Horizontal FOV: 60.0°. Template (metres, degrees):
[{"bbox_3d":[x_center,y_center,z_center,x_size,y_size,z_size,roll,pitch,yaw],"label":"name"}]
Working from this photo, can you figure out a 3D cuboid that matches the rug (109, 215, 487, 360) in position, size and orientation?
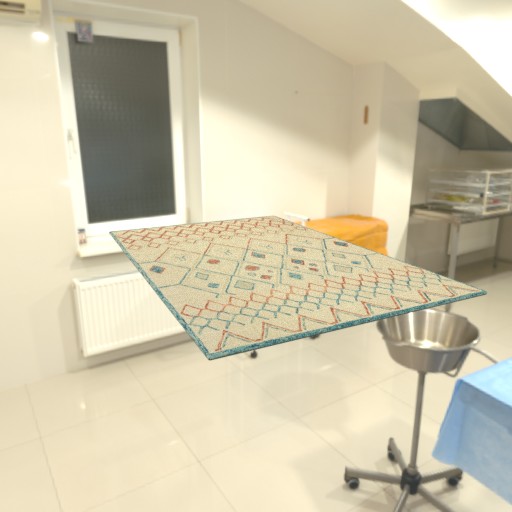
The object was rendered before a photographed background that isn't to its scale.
[{"bbox_3d":[0.000,0.000,2.347,1.219,0.016,1.829,-8,18,-25],"label":"rug"}]
